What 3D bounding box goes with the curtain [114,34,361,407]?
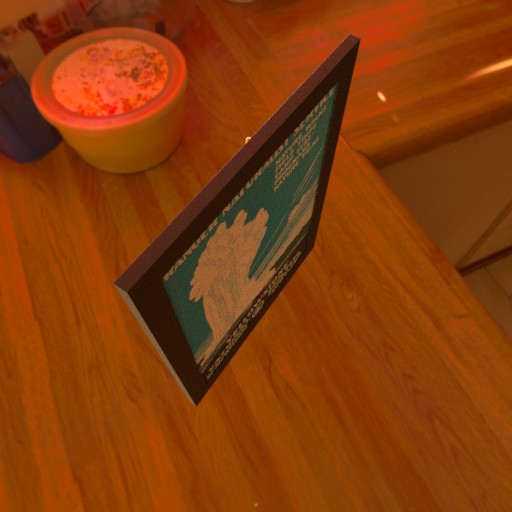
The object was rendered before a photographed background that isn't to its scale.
[{"bbox_3d":[0.000,0.000,0.793,0.027,0.585,0.483,31,65,16],"label":"curtain"}]
